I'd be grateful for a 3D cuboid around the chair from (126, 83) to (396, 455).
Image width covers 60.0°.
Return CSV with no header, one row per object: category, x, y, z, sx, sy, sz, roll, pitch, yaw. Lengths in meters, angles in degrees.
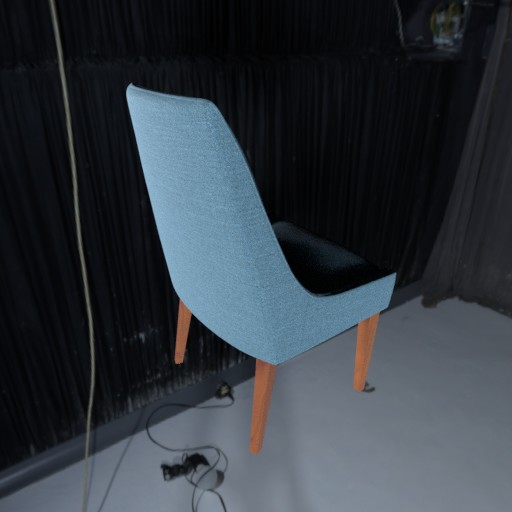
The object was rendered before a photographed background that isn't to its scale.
chair,0.000,0.000,1.174,0.544,0.861,0.529,-18,32,-32
